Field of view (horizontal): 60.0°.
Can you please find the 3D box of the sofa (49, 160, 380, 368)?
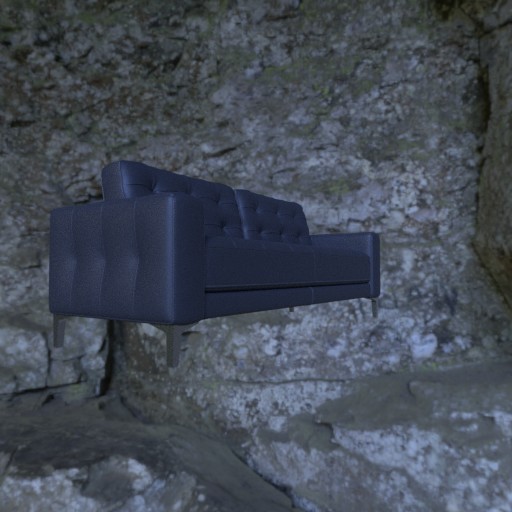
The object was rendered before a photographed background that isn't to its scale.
[{"bbox_3d":[0.000,0.000,2.753,0.833,0.893,2.275,-1,-2,35],"label":"sofa"}]
